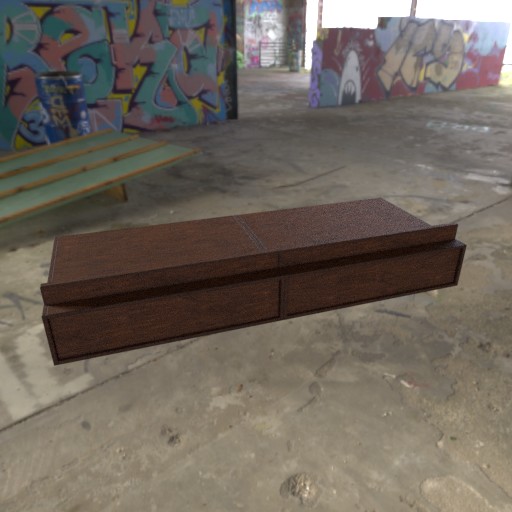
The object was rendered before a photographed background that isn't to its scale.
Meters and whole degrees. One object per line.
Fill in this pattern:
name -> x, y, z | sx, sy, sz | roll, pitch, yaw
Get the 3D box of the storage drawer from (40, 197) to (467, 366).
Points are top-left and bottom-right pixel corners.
storage drawer -> 0.000, 0.000, 2.259 | 1.914, 0.339, 0.774 | -9, 28, -17
